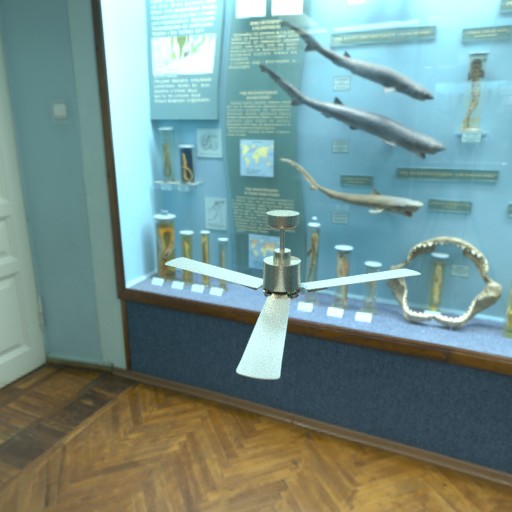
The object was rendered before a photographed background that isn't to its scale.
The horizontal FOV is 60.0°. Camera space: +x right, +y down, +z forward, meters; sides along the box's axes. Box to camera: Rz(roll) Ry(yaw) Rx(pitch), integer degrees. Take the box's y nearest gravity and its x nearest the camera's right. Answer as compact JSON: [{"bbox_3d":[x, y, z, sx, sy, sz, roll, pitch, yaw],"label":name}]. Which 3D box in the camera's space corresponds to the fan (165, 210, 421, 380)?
[{"bbox_3d":[0.000,0.000,2.330,1.531,0.446,1.561,8,18,25],"label":"fan"}]
